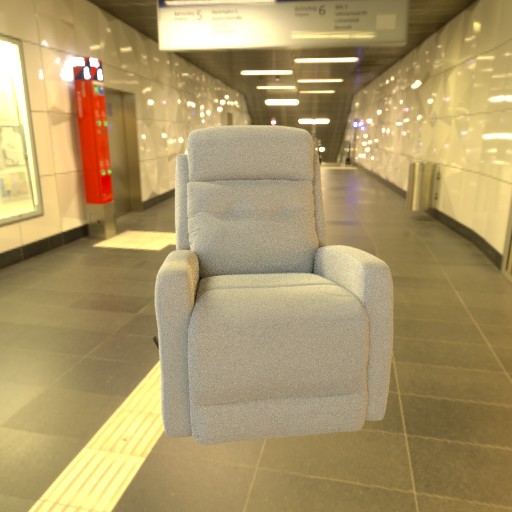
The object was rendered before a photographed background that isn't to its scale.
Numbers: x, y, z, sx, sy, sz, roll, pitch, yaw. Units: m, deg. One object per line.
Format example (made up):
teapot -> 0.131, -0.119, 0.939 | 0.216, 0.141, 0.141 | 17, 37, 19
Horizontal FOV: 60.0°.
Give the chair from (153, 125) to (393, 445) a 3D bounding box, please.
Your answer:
chair -> 0.000, 0.000, 1.768 | 0.798, 1.013, 1.043 | -2, 16, -7
